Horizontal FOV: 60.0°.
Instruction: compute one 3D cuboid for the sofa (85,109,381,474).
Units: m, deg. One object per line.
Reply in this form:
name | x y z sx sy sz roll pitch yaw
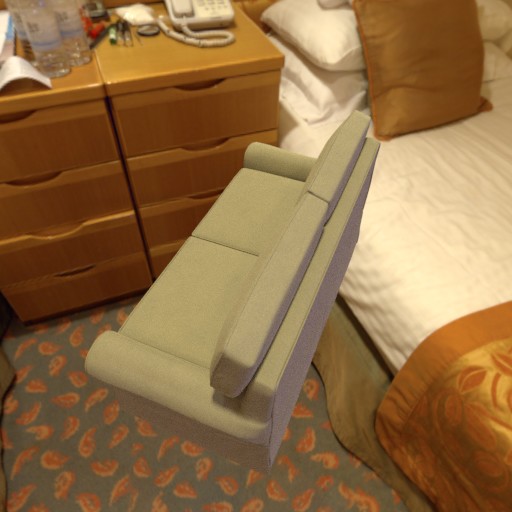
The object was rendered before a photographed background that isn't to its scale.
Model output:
sofa | 0.000 0.000 2.325 0.841 1.024 1.823 17 49 16
